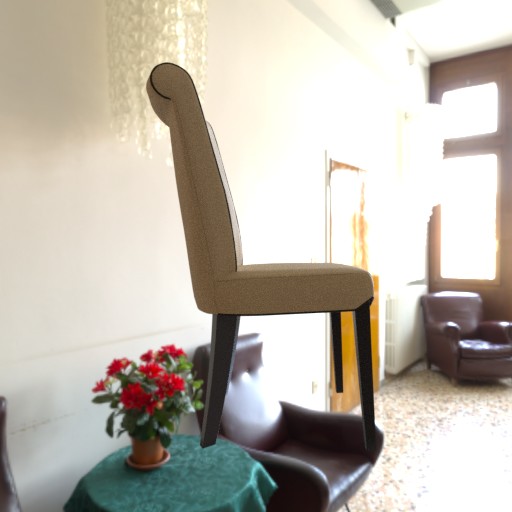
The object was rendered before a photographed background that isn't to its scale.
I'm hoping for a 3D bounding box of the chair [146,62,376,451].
[{"bbox_3d":[0.000,0.000,1.372,0.623,0.997,0.522,0,1,1],"label":"chair"}]
